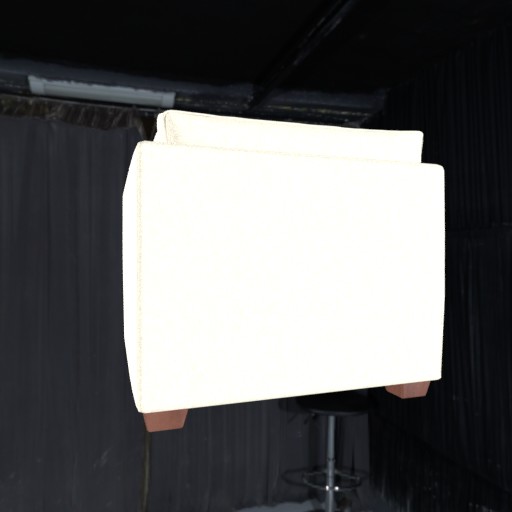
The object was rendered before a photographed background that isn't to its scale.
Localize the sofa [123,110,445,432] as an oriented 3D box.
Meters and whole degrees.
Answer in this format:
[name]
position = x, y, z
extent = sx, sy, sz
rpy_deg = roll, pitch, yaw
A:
[sofa]
position = 0.000, 0.000, 1.932
extent = 1.084, 1.002, 1.146
rpy_deg = 0, 0, -19
